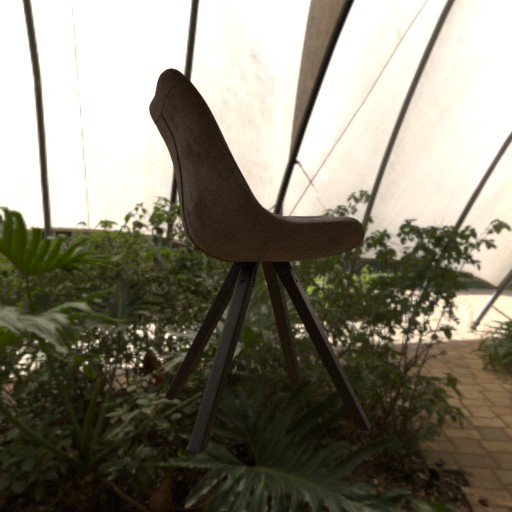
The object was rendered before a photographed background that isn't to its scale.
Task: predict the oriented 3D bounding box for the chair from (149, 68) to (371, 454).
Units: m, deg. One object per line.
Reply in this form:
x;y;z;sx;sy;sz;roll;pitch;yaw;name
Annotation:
0.000;0.000;1.208;0.550;0.850;0.485;0;0;-19;chair
